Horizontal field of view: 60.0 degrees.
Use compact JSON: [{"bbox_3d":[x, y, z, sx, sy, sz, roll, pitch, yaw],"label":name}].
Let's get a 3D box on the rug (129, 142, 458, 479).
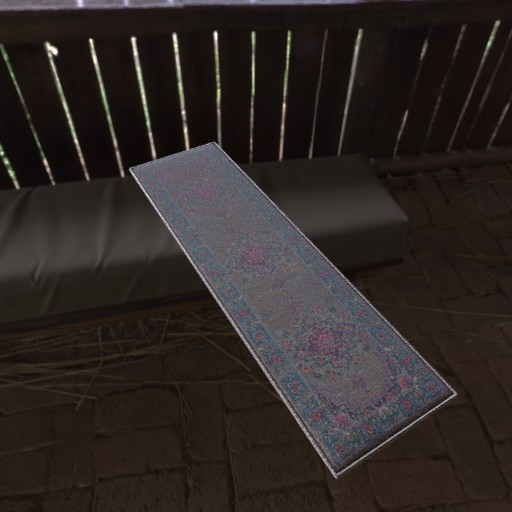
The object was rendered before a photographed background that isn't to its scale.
[{"bbox_3d":[0.000,0.000,2.456,0.659,0.019,2.297,-23,51,-21],"label":"rug"}]
